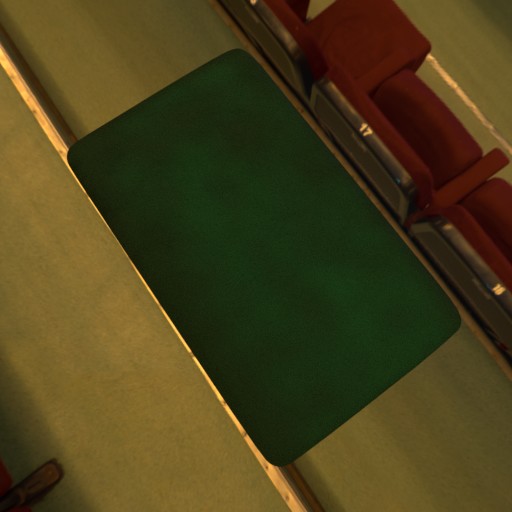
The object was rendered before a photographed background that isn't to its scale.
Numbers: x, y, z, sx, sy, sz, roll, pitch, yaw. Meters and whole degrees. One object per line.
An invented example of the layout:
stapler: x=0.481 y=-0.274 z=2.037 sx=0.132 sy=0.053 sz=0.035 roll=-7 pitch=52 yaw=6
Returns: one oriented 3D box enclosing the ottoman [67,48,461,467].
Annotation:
ottoman: x=0.000 y=0.000 z=1.227 sx=0.536 sy=0.533 sz=0.886 roll=-35 pitch=79 yaw=-8
